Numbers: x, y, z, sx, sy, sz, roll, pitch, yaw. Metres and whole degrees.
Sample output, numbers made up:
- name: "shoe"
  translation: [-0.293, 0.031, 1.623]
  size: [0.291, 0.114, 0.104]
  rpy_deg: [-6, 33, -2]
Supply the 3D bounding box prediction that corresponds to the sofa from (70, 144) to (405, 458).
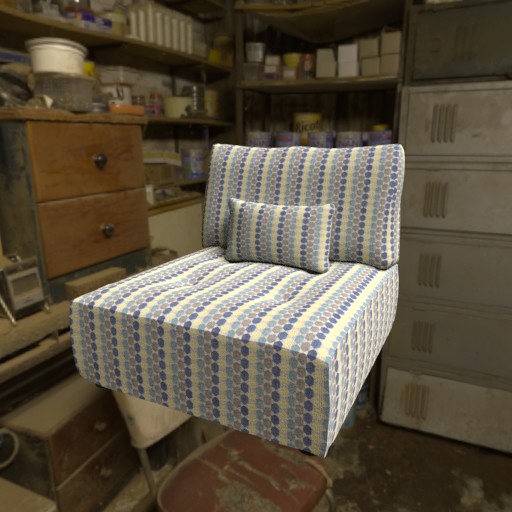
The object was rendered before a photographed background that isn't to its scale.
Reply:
- name: "sofa"
  translation: [0.000, 0.000, 1.699]
  size: [0.930, 0.830, 1.000]
  rpy_deg: [7, 16, 26]
